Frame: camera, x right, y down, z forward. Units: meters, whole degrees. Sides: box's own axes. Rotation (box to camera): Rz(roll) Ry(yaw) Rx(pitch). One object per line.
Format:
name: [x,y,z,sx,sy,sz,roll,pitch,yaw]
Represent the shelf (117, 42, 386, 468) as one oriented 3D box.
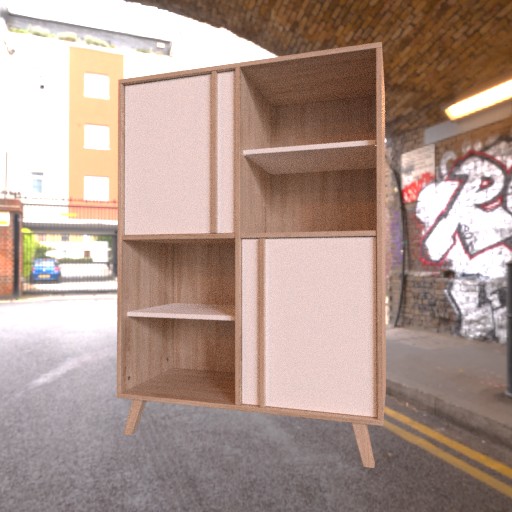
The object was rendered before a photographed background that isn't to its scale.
shelf: [0.000,0.000,1.800,1.000,1.390,0.450,0,-1,17]
